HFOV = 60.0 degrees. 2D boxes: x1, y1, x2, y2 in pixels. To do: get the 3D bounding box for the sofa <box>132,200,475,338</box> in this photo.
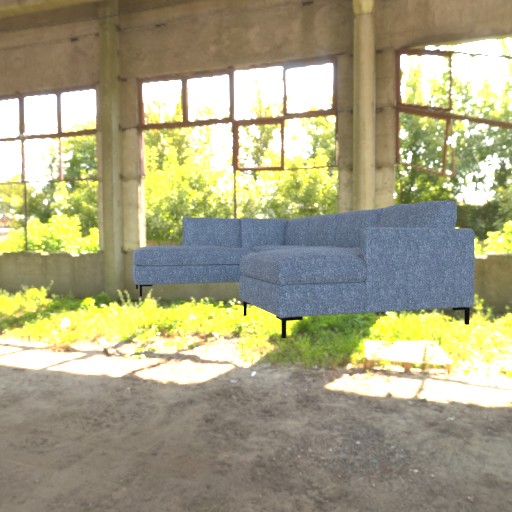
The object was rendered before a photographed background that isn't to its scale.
[{"bbox_3d":[0.000,0.000,3.610,1.879,0.756,2.737,-1,2,-17],"label":"sofa"}]
